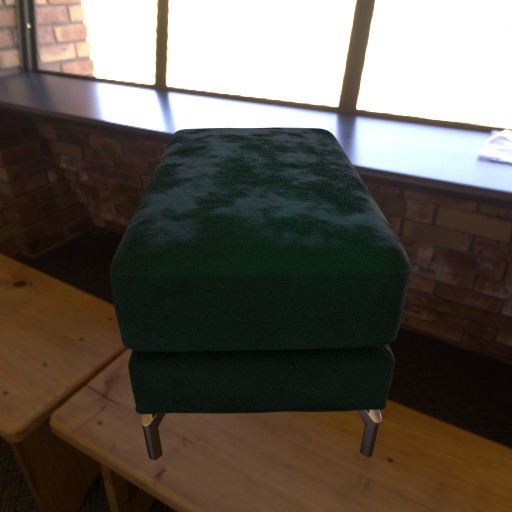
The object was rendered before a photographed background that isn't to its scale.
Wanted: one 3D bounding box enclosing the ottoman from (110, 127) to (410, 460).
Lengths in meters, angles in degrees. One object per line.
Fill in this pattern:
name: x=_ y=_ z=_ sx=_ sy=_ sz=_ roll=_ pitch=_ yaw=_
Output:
ottoman: x=0.000 y=0.000 z=1.225 sx=0.536 sy=0.533 sz=0.886 roll=-1 pitch=31 yaw=-1
